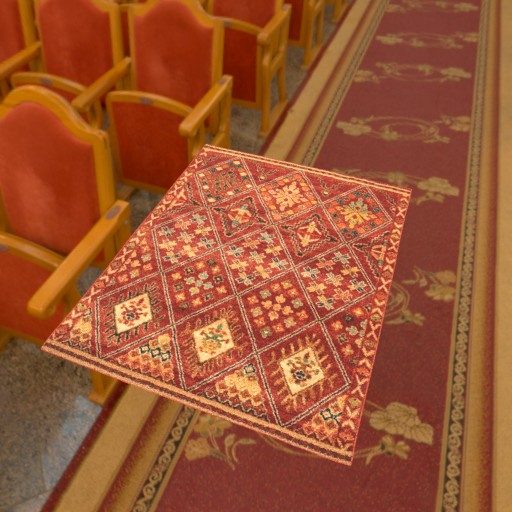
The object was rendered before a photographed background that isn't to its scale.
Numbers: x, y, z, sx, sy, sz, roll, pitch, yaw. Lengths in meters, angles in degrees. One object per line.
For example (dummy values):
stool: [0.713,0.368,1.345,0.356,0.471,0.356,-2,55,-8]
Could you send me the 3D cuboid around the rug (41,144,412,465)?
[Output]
rug: [0.000,0.000,4.174,2.489,0.030,3.086,16,49,14]
